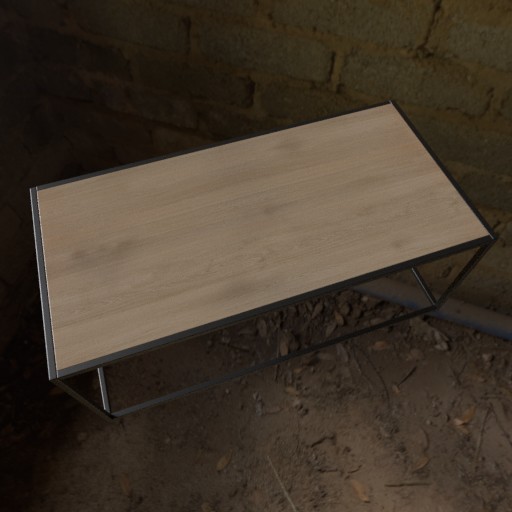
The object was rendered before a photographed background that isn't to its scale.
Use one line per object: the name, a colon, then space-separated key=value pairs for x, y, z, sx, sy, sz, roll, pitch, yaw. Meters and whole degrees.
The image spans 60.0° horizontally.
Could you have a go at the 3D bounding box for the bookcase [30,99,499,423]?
bookcase: x=0.000 y=0.000 z=1.216 sx=1.000 sy=0.400 sz=0.500 roll=-16 pitch=60 yaw=-10
